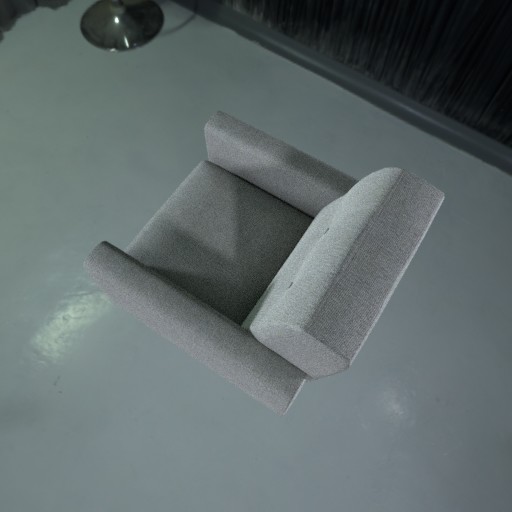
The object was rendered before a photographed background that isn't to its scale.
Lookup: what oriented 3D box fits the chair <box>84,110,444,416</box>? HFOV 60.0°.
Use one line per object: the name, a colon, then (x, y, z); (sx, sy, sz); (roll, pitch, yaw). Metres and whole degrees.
chair: (0.000, 0.000, 1.693); (0.942, 0.968, 0.845); (31, 69, 13)
